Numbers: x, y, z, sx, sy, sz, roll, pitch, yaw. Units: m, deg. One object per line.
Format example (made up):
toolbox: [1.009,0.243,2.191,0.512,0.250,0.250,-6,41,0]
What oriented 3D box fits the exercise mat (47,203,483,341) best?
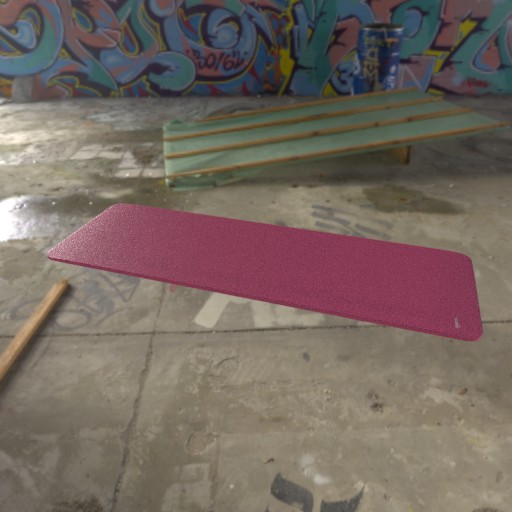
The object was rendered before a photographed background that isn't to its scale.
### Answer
exercise mat: [0.000,0.000,2.040,1.884,0.021,0.616,10,33,15]
